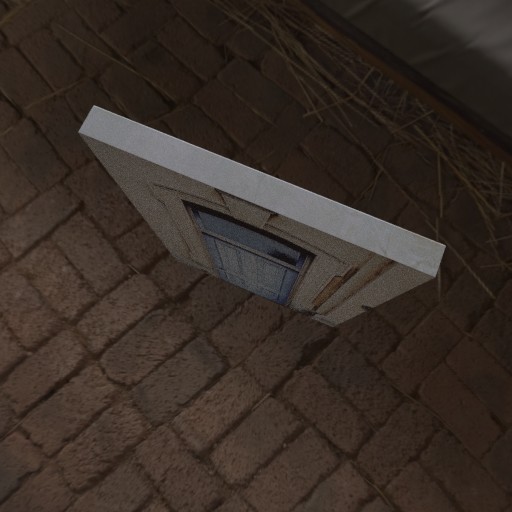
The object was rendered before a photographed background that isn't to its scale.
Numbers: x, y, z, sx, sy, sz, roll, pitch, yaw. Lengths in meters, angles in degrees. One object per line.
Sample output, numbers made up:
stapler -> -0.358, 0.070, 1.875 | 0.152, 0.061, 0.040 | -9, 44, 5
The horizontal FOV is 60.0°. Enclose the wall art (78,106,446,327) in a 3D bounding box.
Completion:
wall art -> 0.000, 0.000, 0.759 | 0.403, 0.607, 0.036 | 23, 77, 5
